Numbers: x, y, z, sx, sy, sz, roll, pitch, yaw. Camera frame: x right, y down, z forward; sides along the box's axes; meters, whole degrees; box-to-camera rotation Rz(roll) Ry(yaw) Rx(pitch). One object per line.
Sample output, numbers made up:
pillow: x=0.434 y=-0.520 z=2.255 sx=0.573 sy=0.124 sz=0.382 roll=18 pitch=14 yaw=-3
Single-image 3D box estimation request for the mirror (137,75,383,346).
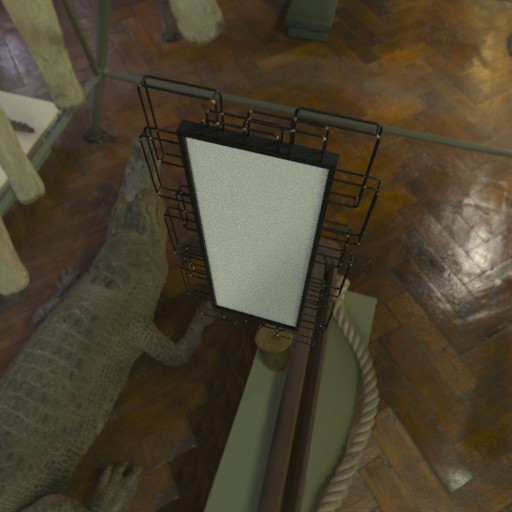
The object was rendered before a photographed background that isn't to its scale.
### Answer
mirror: x=0.000 y=0.000 z=1.381 sx=0.565 sy=1.192 sz=0.037 roll=15 pitch=61 yaw=8
